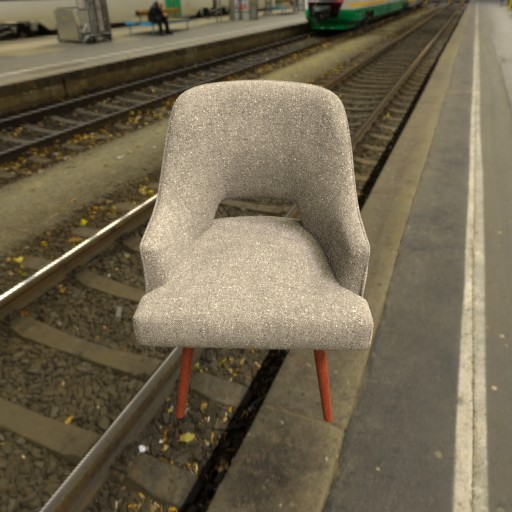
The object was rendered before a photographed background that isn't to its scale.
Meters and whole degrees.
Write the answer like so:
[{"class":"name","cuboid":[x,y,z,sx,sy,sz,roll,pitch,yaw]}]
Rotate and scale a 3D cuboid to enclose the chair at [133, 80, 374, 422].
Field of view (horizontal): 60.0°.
[{"class":"chair","cuboid":[0.000,0.000,1.304,0.608,0.875,0.629,1,31,2]}]
